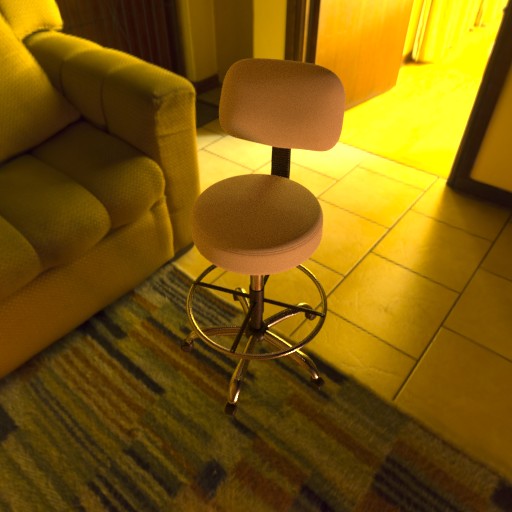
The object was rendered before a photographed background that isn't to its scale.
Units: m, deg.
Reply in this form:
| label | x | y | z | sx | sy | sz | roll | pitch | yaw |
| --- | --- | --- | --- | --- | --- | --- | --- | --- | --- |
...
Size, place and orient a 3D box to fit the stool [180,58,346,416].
| label | x | y | z | sx | sy | sz | roll | pitch | yaw |
| --- | --- | --- | --- | --- | --- | --- | --- | --- | --- |
| stool | 0.000 | 0.000 | 1.484 | 0.609 | 1.080 | 0.616 | 13 | 44 | 14 |
